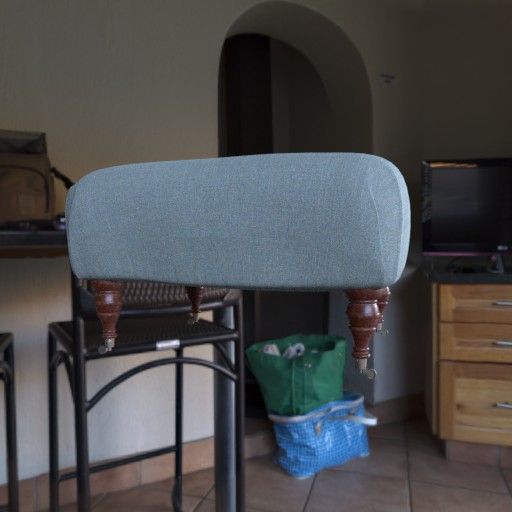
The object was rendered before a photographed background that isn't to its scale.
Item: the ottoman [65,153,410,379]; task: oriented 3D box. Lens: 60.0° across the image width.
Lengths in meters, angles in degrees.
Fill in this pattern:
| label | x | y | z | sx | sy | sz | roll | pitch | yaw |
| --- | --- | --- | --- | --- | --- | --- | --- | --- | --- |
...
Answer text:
| label | x | y | z | sx | sy | sz | roll | pitch | yaw |
| --- | --- | --- | --- | --- | --- | --- | --- | --- | --- |
| ottoman | 0.000 | 0.000 | 1.137 | 0.747 | 0.450 | 0.622 | 0 | 1 | 19 |
